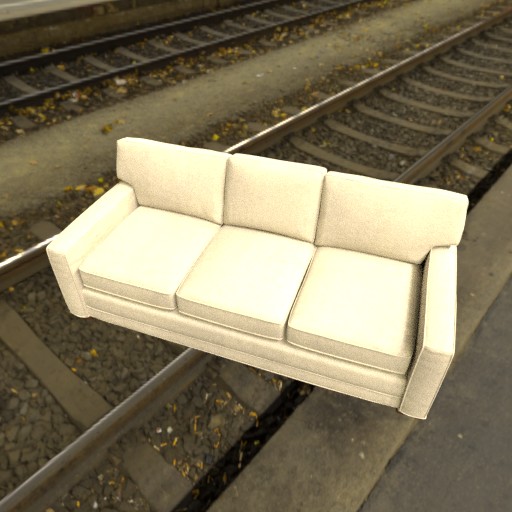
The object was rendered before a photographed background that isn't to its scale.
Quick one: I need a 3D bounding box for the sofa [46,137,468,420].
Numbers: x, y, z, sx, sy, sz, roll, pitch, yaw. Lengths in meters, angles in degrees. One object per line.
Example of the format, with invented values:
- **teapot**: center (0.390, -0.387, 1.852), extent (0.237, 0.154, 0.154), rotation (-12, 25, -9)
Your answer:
- **sofa**: center (0.000, 0.000, 2.511), extent (2.093, 0.862, 0.936), rotation (13, 42, 15)
